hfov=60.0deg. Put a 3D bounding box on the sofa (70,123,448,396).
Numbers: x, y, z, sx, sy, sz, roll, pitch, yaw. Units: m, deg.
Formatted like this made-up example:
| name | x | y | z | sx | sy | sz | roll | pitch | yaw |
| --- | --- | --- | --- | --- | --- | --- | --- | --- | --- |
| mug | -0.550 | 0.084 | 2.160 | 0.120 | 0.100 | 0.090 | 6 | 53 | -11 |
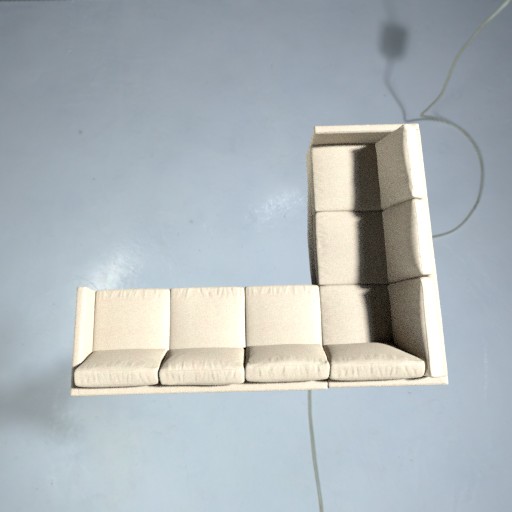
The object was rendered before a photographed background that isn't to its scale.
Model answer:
| name | x | y | z | sx | sy | sz | roll | pitch | yaw |
| --- | --- | --- | --- | --- | --- | --- | --- | --- | --- |
| sofa | 0.000 | 0.000 | 4.202 | 3.182 | 0.871 | 2.432 | -1 | 77 | 0 |
